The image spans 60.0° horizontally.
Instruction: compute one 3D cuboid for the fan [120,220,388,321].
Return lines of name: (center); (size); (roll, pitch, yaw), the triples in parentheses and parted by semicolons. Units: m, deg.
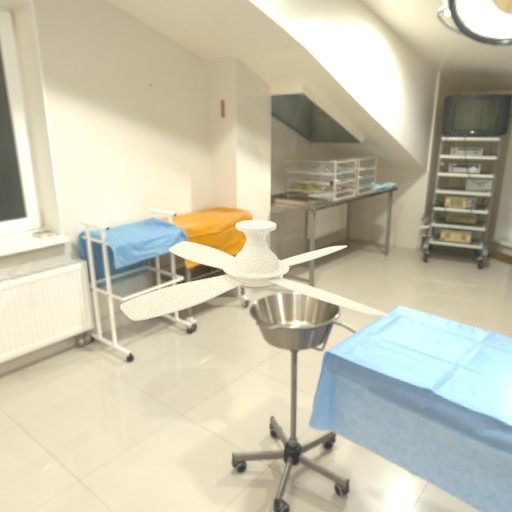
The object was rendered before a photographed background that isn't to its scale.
fan: (0.000, 0.000, 2.602); (1.693, 0.382, 1.694); (-16, 23, -41)
